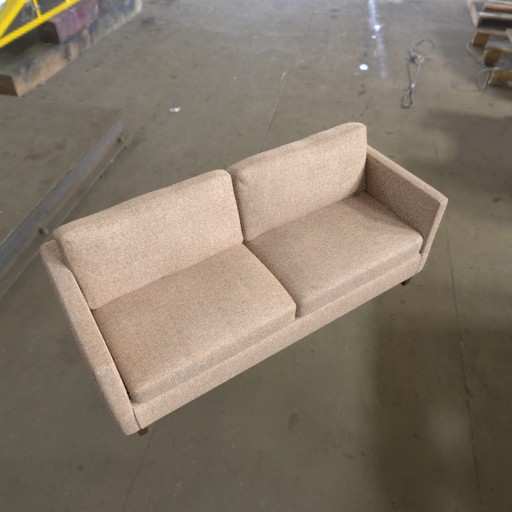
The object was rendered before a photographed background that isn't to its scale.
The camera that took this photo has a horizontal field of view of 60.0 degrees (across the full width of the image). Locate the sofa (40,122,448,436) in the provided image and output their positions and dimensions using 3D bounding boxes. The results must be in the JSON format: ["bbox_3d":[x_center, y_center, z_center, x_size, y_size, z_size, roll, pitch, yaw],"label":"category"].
[{"bbox_3d":[0.000,0.000,2.703,2.208,0.965,0.951,-24,50,-22],"label":"sofa"}]
